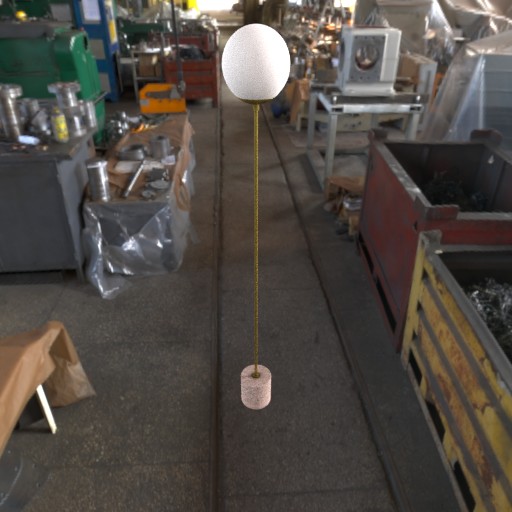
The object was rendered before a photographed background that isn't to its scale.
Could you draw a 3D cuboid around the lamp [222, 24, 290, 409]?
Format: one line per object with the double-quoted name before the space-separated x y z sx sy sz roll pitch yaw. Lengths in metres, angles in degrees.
"lamp" 0.000 0.000 1.881 0.229 1.748 0.229 -22 37 -31
